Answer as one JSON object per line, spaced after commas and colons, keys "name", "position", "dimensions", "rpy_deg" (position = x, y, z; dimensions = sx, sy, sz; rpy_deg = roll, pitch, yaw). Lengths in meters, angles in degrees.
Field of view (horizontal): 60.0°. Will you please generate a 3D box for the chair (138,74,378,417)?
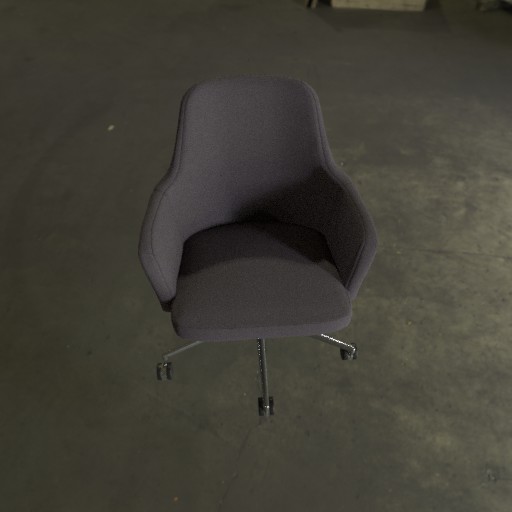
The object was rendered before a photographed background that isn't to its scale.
{"name": "chair", "position": [0.000, 0.000, 1.269], "dimensions": [0.655, 0.820, 0.600], "rpy_deg": [-3, 45, -3]}
